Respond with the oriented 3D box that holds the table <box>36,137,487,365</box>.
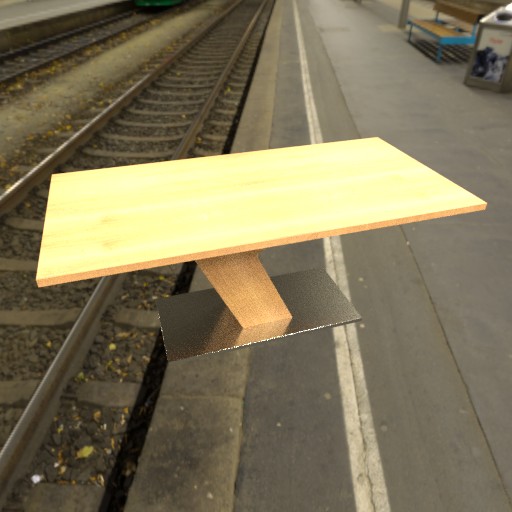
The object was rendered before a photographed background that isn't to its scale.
[{"bbox_3d":[0.000,0.000,2.241,1.800,0.750,0.900,-10,35,-15],"label":"table"}]
